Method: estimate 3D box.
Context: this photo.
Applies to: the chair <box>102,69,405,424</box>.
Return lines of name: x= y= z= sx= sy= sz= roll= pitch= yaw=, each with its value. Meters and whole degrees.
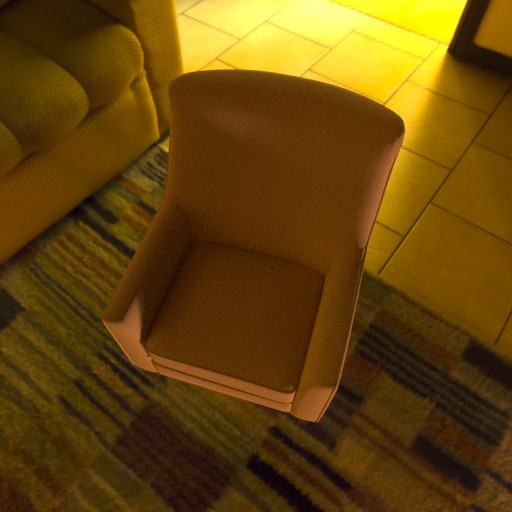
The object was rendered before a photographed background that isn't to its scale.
chair: x=0.000 y=0.000 z=1.590 sx=0.756 sy=0.916 sz=0.879 roll=15 pitch=59 yaw=9
